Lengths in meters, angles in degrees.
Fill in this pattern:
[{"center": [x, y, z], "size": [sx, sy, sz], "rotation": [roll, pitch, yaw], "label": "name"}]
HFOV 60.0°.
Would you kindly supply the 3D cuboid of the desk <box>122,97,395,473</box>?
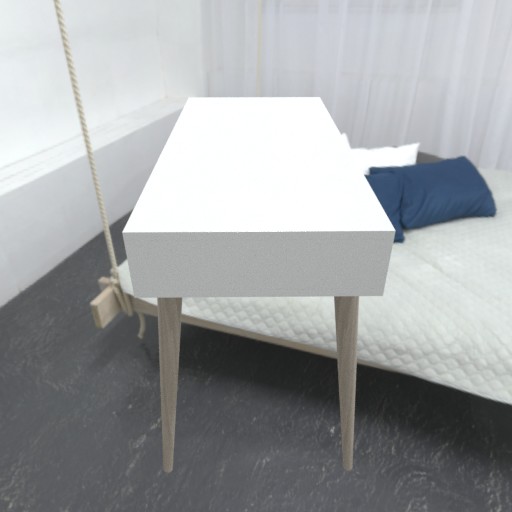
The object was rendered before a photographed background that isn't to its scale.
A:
[{"center": [0.000, 0.000, 1.368], "size": [0.491, 0.723, 0.979], "rotation": [0, 33, -1], "label": "desk"}]
